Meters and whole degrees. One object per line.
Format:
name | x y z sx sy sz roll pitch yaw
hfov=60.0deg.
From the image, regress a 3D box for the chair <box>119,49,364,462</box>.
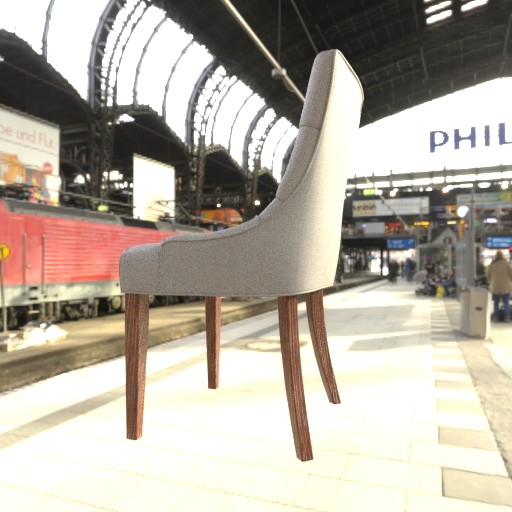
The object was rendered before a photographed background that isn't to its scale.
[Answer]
chair | 0.000 0.000 1.200 0.565 0.874 0.509 0 -1 19
